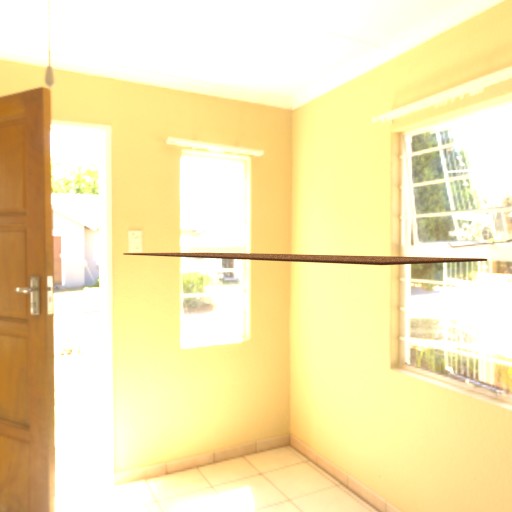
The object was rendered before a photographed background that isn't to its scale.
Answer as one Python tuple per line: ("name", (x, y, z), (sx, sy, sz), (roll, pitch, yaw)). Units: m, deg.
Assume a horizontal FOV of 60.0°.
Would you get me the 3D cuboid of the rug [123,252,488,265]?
("rug", (0.000, 0.000, 2.735), (0.769, 0.012, 2.448), (-1, 2, -37))
